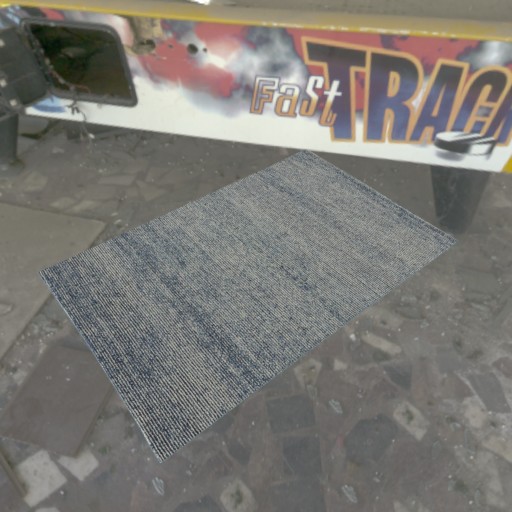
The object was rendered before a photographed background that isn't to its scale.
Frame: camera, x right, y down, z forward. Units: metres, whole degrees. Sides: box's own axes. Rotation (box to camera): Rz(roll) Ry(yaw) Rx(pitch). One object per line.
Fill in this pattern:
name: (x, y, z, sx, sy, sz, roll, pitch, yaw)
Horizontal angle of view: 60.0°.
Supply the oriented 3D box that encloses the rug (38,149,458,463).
rug: (0.000, 0.000, 2.210, 1.777, 0.021, 1.145, -30, 52, -26)
